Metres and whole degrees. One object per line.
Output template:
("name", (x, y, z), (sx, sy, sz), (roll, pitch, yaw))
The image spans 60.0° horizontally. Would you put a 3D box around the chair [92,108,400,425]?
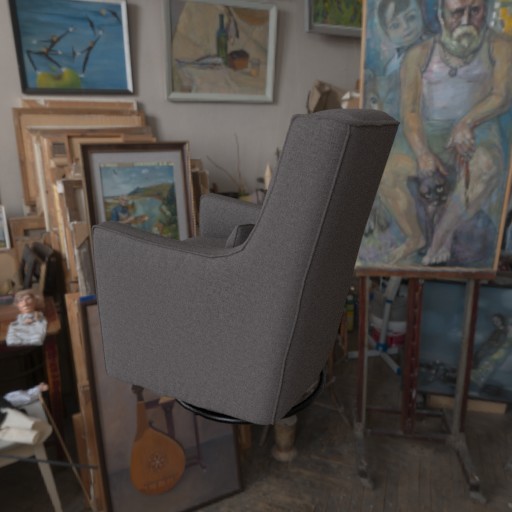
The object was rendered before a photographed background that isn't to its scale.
("chair", (0.000, 0.000, 1.582), (0.879, 0.993, 0.732), (8, 19, 25))
